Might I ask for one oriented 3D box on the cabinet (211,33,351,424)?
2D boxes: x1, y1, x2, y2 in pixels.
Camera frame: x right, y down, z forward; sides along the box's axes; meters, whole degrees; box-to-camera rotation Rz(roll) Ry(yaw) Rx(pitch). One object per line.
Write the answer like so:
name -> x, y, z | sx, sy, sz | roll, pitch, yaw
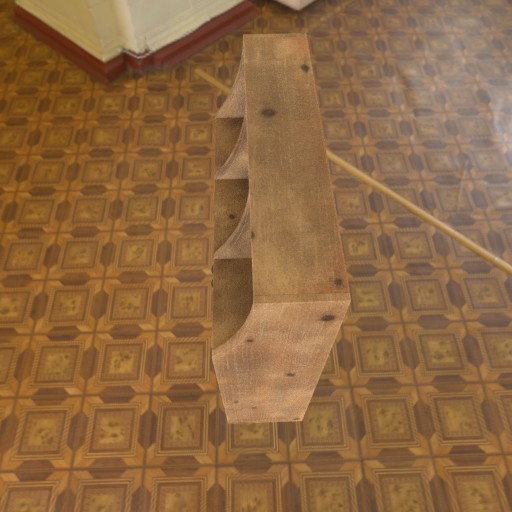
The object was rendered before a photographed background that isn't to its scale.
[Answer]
cabinet -> 0.000, 0.000, 0.847 | 0.184, 0.590, 0.489 | -2, 58, -1
